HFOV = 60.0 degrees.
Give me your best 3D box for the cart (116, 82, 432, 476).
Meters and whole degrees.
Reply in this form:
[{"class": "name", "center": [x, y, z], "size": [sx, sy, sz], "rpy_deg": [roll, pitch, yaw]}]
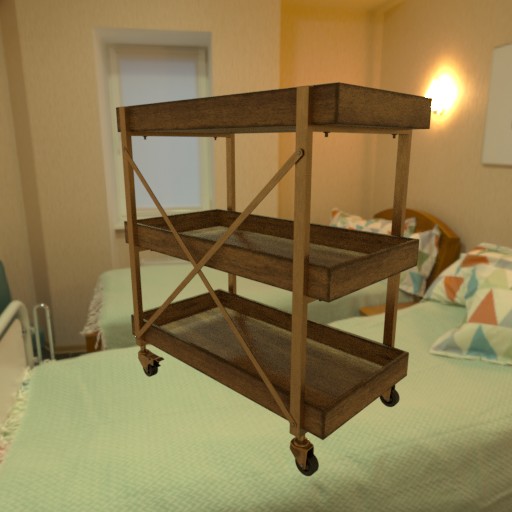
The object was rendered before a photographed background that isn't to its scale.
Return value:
[{"class": "cart", "center": [0.000, 0.000, 1.221], "size": [0.750, 0.799, 0.416], "rpy_deg": [14, 19, 43]}]
